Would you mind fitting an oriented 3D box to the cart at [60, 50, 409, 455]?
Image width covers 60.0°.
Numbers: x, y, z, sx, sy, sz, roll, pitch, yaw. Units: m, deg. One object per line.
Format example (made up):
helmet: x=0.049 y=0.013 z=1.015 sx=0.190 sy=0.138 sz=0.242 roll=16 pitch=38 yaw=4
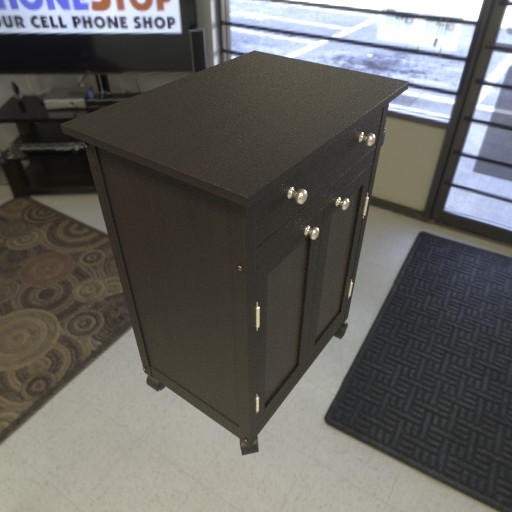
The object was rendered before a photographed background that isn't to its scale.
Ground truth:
cart: x=0.000 y=0.000 z=1.238 sx=0.456 sy=0.879 sz=0.660 roll=25 pitch=45 yaw=27
